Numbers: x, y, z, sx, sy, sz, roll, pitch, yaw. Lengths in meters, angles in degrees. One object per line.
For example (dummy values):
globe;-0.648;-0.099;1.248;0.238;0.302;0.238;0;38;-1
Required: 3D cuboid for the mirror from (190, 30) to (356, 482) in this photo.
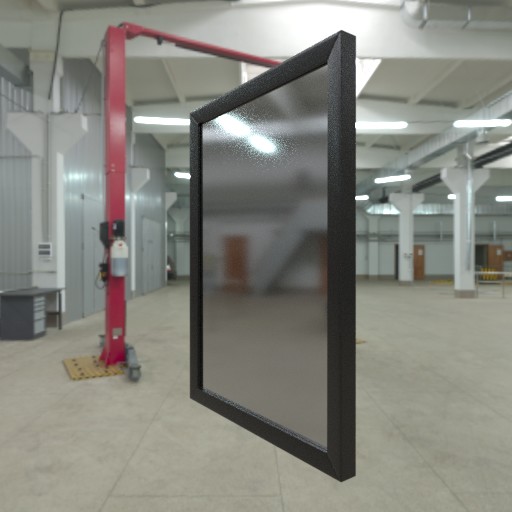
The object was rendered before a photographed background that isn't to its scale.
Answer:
mirror;0.000;0.000;0.911;0.040;0.710;0.507;0;0;-36
